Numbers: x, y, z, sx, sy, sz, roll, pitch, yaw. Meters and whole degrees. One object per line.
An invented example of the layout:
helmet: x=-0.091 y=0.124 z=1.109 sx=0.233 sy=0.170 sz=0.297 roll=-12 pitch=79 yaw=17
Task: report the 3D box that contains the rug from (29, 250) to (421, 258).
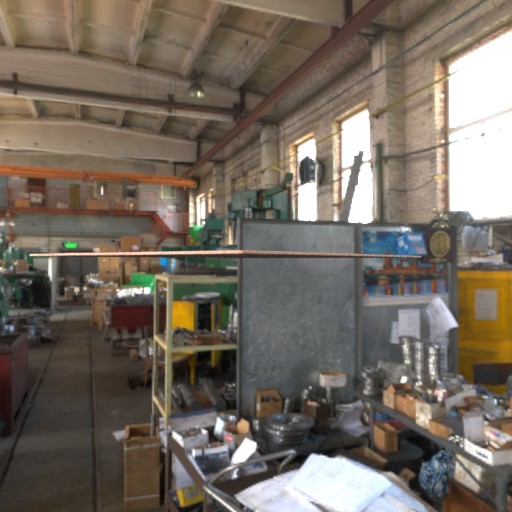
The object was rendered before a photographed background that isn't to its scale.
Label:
rug: x=0.000 y=0.000 z=3.101 sx=1.609 sy=0.015 sz=2.390 roll=0 pitch=-1 yaw=36
